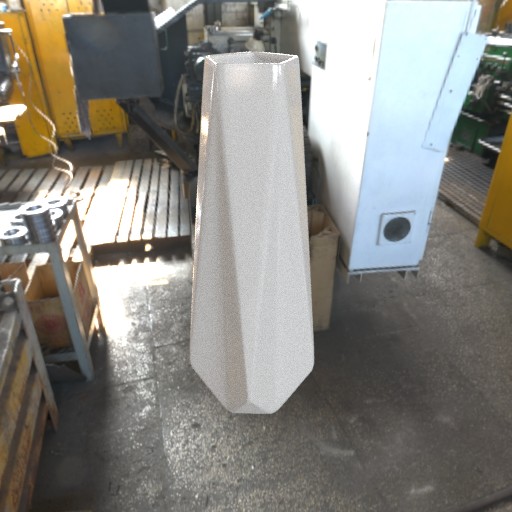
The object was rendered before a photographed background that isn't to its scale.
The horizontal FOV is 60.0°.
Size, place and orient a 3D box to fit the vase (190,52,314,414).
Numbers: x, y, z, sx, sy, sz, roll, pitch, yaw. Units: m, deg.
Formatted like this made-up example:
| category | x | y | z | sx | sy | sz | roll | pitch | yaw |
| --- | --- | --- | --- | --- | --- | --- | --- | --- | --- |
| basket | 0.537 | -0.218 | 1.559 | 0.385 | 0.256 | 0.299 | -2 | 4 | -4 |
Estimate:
| category | x | y | z | sx | sy | sz | roll | pitch | yaw |
| --- | --- | --- | --- | --- | --- | --- | --- | --- | --- |
| vase | 0.000 | 0.000 | 0.399 | 0.122 | 0.329 | 0.116 | 22 | 37 | 32 |
